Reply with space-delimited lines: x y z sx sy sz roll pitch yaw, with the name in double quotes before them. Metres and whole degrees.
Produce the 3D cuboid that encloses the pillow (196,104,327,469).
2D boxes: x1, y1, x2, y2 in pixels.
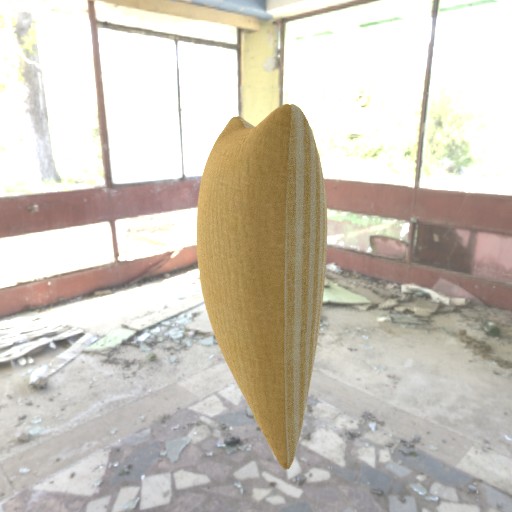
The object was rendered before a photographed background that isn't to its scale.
"pillow" 0.000 0.000 0.656 0.173 0.407 0.419 -3 16 -9
